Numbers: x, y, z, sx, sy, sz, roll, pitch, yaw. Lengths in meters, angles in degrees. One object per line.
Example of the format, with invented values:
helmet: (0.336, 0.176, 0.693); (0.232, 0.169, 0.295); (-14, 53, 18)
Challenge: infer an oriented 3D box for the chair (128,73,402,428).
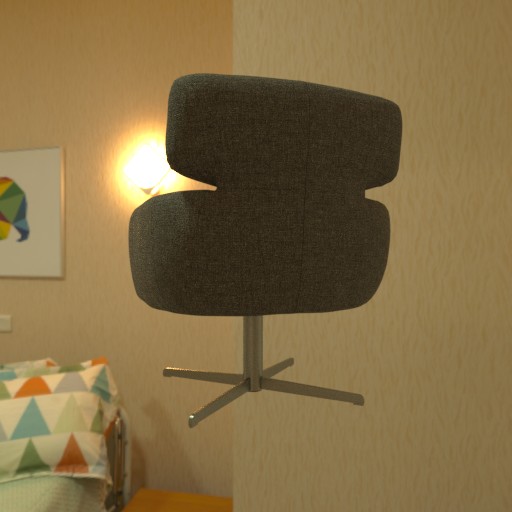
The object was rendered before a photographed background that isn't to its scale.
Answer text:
chair: (0.000, 0.000, 1.320); (0.706, 0.812, 0.715); (0, 0, -19)
